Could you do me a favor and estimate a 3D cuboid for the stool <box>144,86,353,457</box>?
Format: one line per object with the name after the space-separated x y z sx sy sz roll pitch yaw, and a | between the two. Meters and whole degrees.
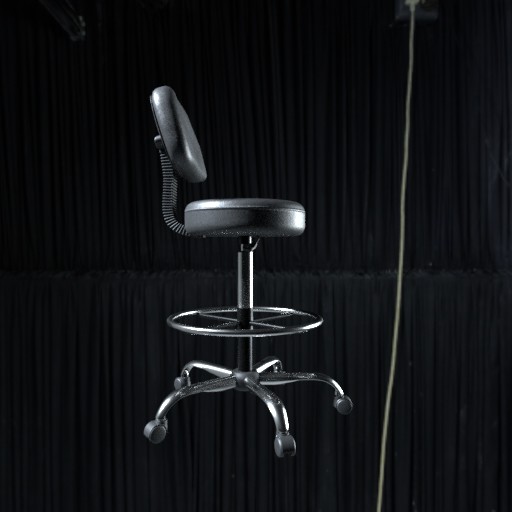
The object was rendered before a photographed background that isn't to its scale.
0.000 0.000 1.506 0.658 1.069 0.694 0 1 0 | stool
